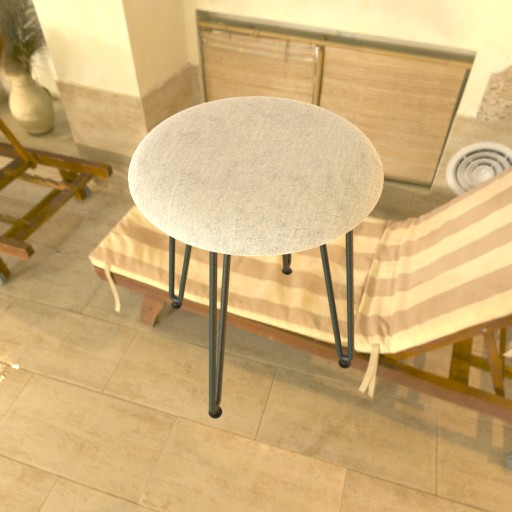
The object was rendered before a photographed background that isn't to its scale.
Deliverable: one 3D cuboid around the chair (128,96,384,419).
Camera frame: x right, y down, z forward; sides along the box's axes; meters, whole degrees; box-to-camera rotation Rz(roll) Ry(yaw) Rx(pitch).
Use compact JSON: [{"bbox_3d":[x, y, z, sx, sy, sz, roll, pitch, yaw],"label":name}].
[{"bbox_3d":[0.000,0.000,0.659,0.350,0.386,0.350,17,47,16],"label":"chair"}]
